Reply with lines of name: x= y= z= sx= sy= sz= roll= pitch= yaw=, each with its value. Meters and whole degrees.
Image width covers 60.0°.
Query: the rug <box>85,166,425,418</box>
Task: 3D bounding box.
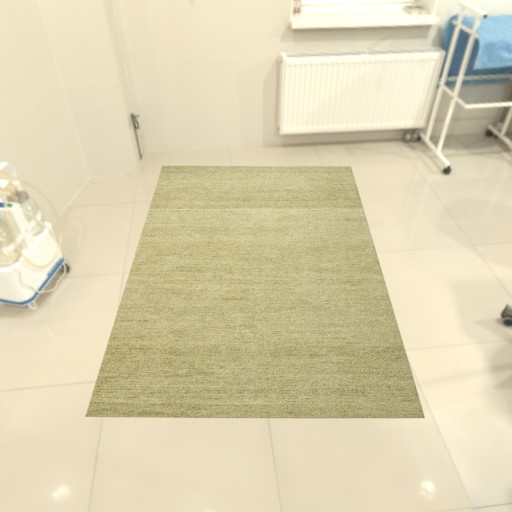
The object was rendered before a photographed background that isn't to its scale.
rug: x=0.000 y=0.000 z=2.931 sx=1.606 sy=0.017 sz=2.270 roll=0 pitch=42 yaw=0
